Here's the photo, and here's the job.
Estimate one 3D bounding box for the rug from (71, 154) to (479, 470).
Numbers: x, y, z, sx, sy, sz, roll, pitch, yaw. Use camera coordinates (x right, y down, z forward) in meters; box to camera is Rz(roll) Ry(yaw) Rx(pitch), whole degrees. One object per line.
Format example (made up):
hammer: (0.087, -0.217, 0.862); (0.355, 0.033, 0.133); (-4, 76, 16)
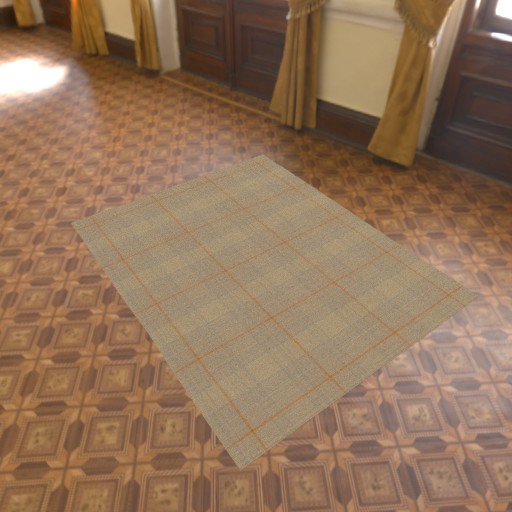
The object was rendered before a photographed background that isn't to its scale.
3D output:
rug: (0.000, 0.000, 4.128); (2.448, 0.021, 3.051); (-26, 47, -26)
